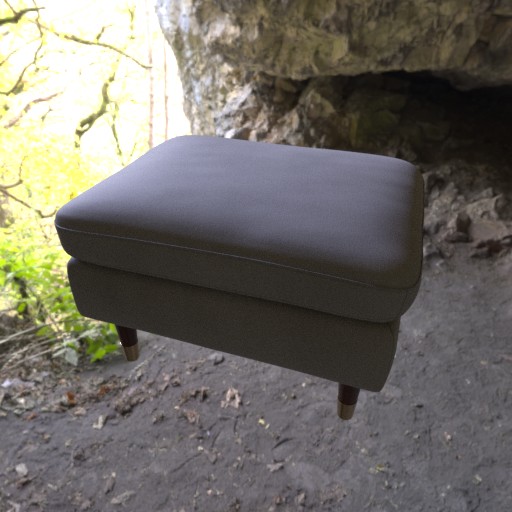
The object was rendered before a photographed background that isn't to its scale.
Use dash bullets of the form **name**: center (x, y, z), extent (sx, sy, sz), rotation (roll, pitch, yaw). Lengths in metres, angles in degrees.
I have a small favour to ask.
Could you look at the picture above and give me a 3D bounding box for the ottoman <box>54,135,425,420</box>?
- **ottoman**: center (0.000, 0.000, 1.117), extent (0.747, 0.478, 0.593), rotation (10, 34, 16)
